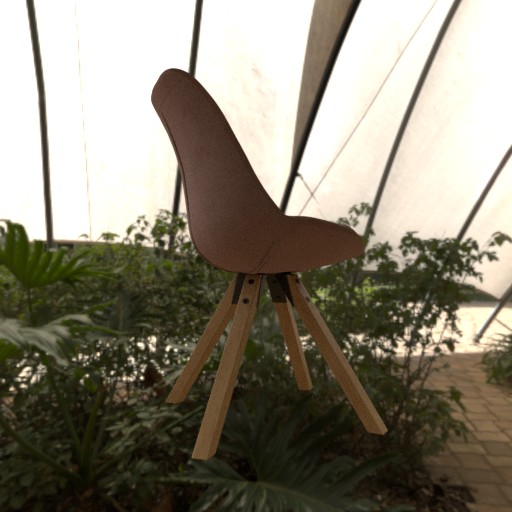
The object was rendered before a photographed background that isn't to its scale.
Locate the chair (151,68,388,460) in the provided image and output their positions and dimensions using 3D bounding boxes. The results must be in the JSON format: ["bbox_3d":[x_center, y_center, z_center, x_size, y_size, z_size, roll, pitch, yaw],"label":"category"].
[{"bbox_3d":[0.000,0.000,1.182,0.550,0.850,0.485,1,-2,-19],"label":"chair"}]
